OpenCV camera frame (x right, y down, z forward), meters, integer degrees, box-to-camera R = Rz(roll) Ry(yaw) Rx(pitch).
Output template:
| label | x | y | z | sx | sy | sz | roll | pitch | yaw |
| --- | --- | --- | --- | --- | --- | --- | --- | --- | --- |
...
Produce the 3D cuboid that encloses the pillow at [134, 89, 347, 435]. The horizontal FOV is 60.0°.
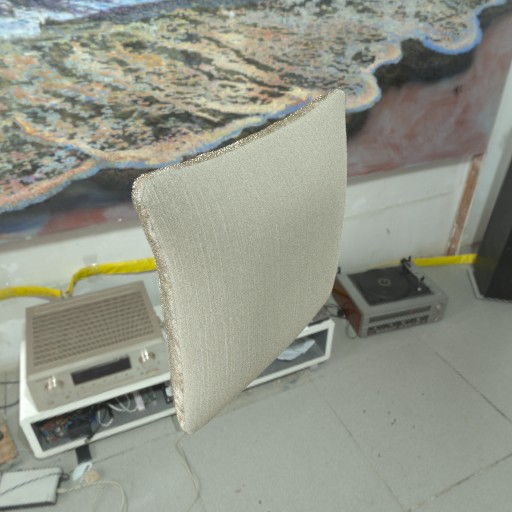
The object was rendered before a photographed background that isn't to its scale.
| label | x | y | z | sx | sy | sz | roll | pitch | yaw |
| --- | --- | --- | --- | --- | --- | --- | --- | --- | --- |
| pillow | 0.000 | 0.000 | 0.835 | 0.216 | 0.525 | 0.538 | 22 | 40 | 29 |
